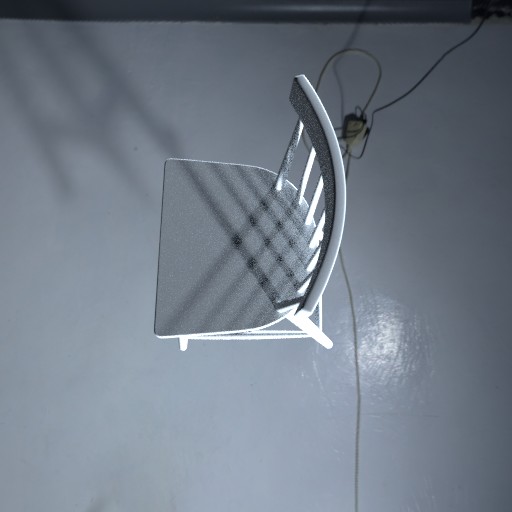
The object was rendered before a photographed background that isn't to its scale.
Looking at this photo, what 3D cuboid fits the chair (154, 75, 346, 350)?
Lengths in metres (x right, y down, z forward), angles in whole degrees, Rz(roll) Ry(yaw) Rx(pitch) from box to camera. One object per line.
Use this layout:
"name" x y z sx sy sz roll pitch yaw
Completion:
"chair" 0.000 0.000 1.261 0.572 0.952 0.483 0 74 0
